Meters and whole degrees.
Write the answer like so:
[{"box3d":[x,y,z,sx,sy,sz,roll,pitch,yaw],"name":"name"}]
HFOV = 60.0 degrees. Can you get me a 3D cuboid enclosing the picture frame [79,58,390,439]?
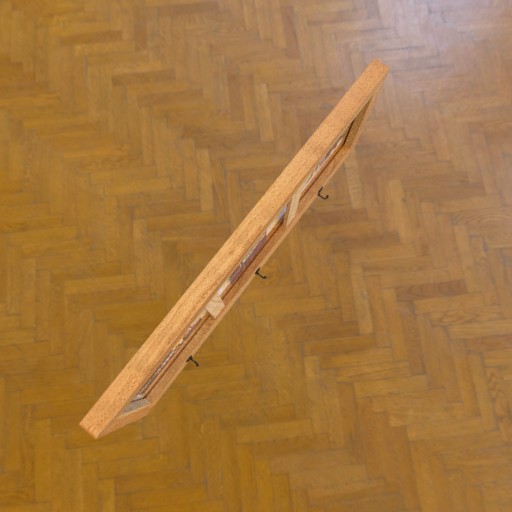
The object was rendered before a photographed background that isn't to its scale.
[{"box3d":[0.000,0.000,0.651,0.045,0.234,0.582,37,79,8],"name":"picture frame"}]
